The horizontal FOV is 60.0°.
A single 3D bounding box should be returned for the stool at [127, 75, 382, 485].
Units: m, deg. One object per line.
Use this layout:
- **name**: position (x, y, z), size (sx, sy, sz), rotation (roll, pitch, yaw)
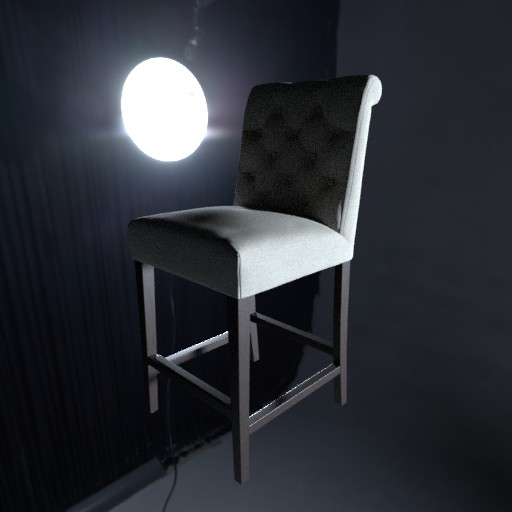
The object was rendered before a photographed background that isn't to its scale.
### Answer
- **stool**: position (0.000, 0.000, 1.357), size (0.493, 1.040, 0.601), rotation (15, 22, 42)
